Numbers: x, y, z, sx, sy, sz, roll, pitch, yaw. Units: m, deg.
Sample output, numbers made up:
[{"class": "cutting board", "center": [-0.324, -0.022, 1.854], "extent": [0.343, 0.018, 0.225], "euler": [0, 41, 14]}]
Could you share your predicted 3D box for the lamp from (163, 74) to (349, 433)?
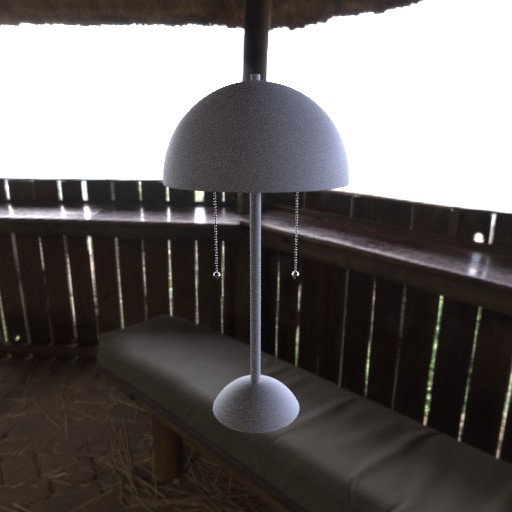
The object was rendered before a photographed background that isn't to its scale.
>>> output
[{"class": "lamp", "center": [0.000, 0.000, 0.432], "extent": [0.171, 0.330, 0.171], "euler": [0, 14, 0]}]
